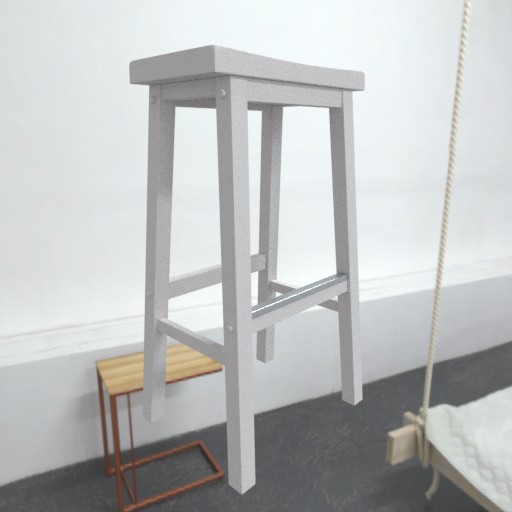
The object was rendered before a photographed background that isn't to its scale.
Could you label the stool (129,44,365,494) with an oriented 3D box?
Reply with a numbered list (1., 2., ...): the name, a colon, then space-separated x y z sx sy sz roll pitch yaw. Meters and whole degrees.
1. stool: 0.000 0.000 0.936 0.322 0.742 0.406 15 21 42
